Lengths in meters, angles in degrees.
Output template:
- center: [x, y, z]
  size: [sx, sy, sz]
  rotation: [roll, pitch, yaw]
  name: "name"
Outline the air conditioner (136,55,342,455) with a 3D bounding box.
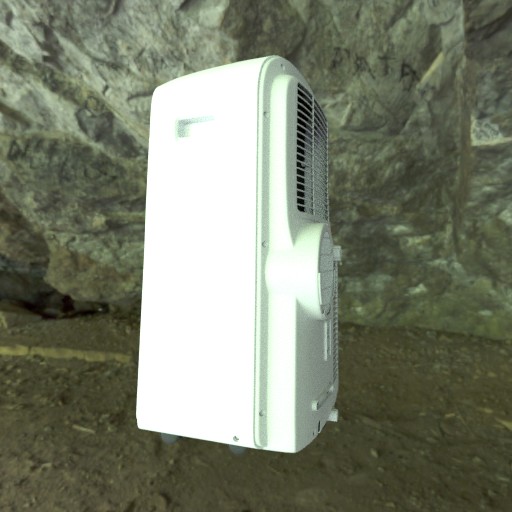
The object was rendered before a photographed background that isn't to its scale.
- center: [0.000, 0.000, 0.957]
  size: [0.365, 0.700, 0.454]
  rotation: [0, 0, 18]
  name: "air conditioner"
